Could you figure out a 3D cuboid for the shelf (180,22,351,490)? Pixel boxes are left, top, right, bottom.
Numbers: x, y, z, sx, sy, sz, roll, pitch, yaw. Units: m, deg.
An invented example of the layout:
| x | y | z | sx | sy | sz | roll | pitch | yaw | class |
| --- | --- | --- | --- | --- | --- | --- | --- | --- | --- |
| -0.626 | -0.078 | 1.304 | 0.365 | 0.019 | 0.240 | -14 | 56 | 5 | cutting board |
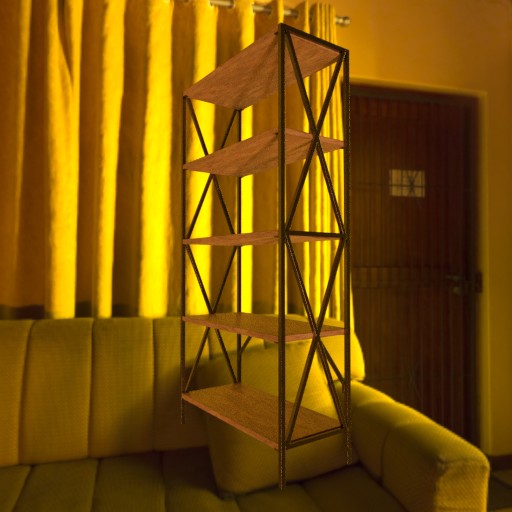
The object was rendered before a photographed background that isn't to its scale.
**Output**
| x | y | z | sx | sy | sz | roll | pitch | yaw | class |
| --- | --- | --- | --- | --- | --- | --- | --- | --- | --- |
| 0.000 | 0.000 | 2.177 | 0.386 | 1.803 | 0.874 | 1 | -1 | -36 | shelf |
